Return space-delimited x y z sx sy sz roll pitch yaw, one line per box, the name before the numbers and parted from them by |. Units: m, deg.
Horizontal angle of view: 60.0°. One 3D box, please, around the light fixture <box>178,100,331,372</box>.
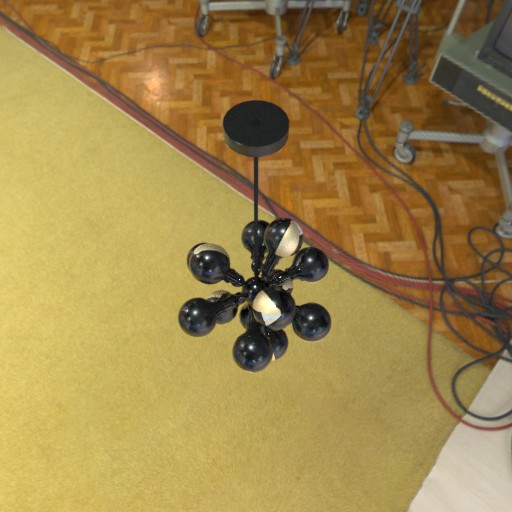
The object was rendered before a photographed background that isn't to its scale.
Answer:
light fixture | 0.000 0.000 1.099 0.420 0.859 0.468 2 59 1
